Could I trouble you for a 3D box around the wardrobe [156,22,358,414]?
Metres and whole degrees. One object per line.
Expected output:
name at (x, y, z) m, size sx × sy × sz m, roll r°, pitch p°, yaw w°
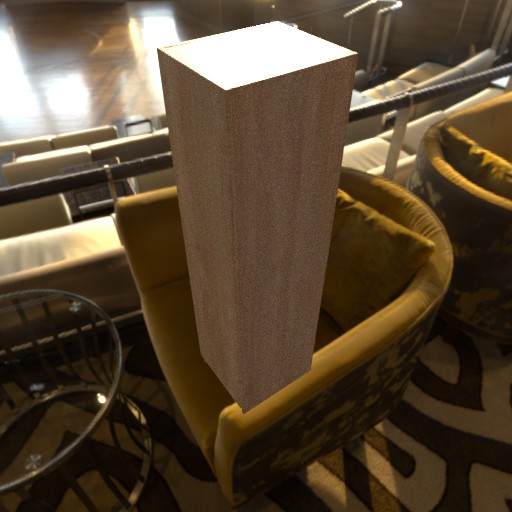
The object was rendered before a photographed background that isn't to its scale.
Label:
wardrobe at (0.000, 0.000, 2.394) m, size 0.588 × 2.117 × 0.496 m, roll -26°, pitch 49°, yaw -25°
